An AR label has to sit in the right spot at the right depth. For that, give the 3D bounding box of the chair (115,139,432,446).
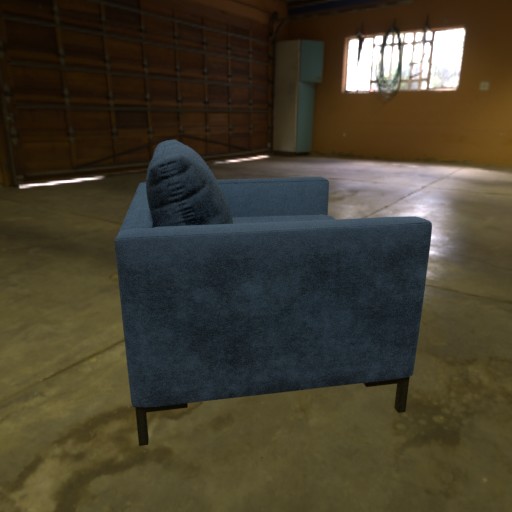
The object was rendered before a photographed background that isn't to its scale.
[{"bbox_3d":[0.000,0.000,1.641,0.875,0.812,0.964,-3,18,-10],"label":"chair"}]
